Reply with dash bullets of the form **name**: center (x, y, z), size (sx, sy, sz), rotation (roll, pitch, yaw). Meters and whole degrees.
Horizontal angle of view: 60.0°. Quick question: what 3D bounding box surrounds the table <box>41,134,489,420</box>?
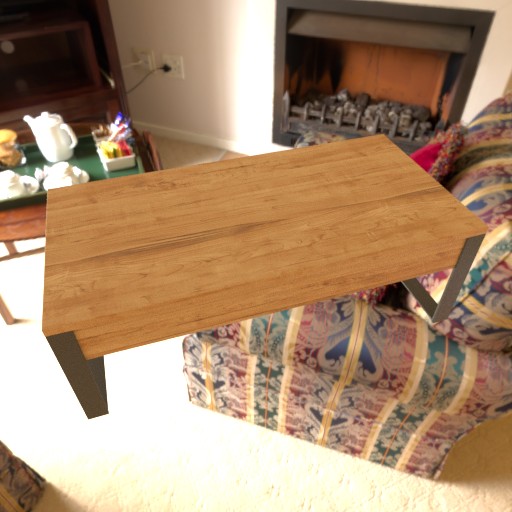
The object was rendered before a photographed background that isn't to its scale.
- **table**: center (0.000, 0.000, 1.447), size (1.180, 0.400, 0.590), rotation (-12, 44, -13)
